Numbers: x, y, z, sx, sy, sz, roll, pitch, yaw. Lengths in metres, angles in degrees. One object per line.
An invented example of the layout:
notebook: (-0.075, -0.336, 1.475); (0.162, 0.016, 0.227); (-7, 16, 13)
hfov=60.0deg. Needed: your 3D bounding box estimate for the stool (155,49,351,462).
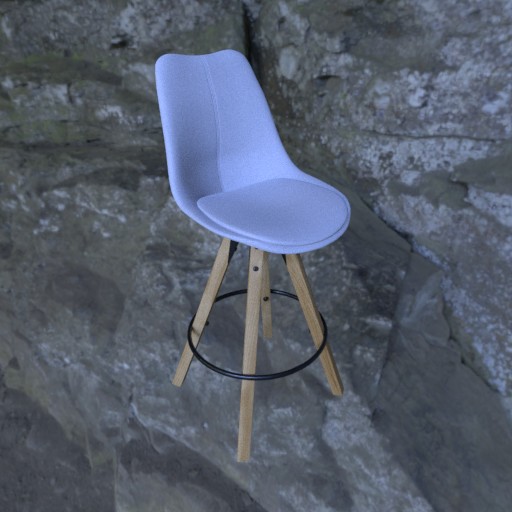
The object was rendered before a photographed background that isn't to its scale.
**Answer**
stool: (0.000, 0.000, 1.370); (0.484, 1.115, 0.550); (-21, 36, -32)
